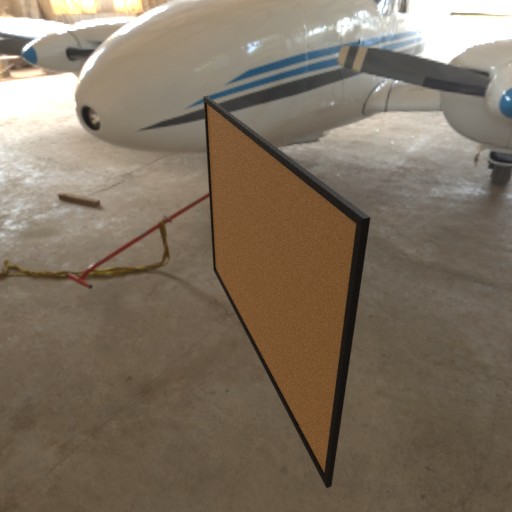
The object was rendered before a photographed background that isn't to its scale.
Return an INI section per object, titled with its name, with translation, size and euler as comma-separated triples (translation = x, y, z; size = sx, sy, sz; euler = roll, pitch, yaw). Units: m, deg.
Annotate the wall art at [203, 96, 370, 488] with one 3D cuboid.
[wall art]
translation = 0.000, 0.000, 1.211
size = 0.013, 0.665, 0.963
euler = -10, 32, -17
